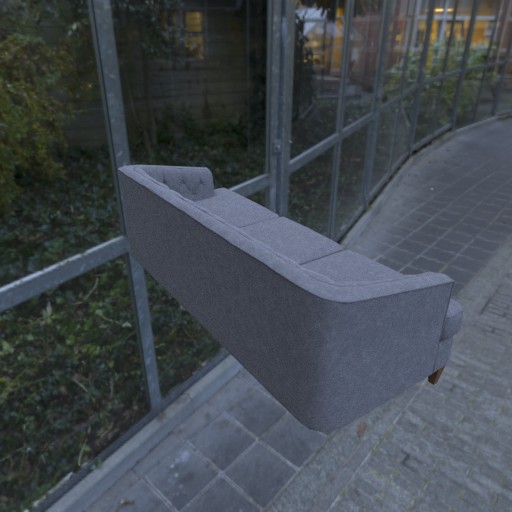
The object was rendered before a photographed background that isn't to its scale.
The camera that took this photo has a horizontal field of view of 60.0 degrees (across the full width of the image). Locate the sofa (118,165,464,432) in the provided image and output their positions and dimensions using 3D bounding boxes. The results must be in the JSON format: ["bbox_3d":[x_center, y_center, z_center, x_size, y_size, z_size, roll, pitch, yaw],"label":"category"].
[{"bbox_3d":[0.000,0.000,2.711,0.917,0.806,2.247,-18,32,-31],"label":"sofa"}]
